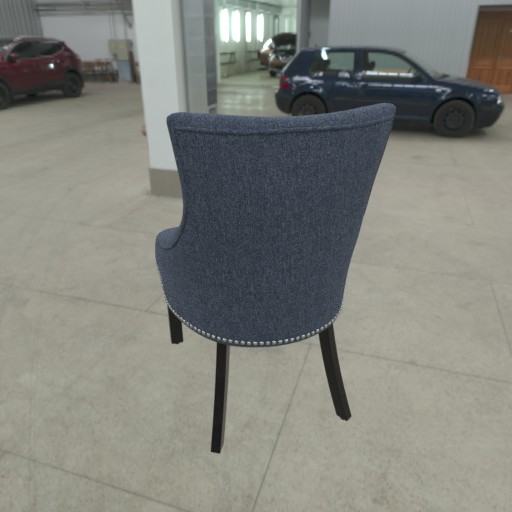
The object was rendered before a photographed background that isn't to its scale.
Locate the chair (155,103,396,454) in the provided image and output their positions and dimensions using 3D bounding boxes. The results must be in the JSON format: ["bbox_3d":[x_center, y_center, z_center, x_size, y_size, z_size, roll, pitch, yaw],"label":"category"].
[{"bbox_3d":[0.000,0.000,1.322,0.566,0.909,0.629,-8,27,-15],"label":"chair"}]
